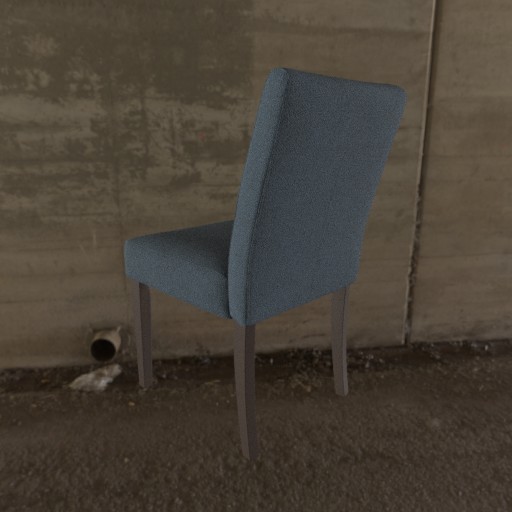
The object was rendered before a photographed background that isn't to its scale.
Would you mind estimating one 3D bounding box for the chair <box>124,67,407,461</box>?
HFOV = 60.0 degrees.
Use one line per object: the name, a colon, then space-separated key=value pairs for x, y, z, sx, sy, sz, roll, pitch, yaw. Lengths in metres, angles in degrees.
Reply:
chair: x=0.000 y=0.000 z=1.228 sx=0.487 sy=0.882 sz=0.629 roll=-15 pitch=21 yaw=-43
